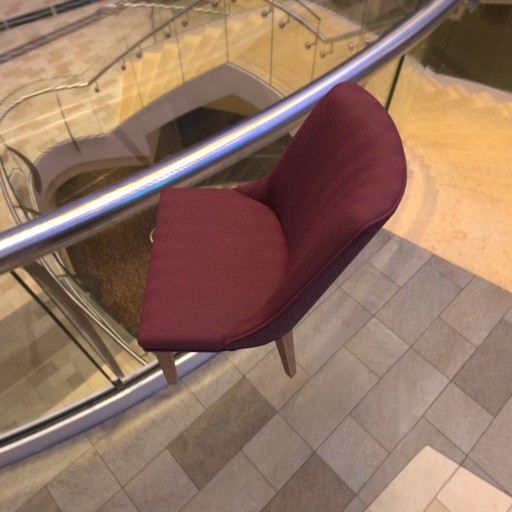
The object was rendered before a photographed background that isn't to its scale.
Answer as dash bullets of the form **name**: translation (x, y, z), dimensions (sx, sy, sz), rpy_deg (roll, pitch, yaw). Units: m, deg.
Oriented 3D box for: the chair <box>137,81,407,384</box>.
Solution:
- **chair**: translation (0.000, 0.000, 1.319), dimensions (0.638, 0.916, 0.548), rpy_deg (0, 58, 0)
